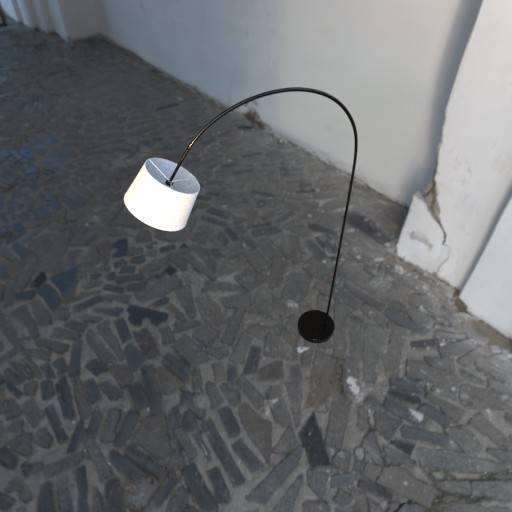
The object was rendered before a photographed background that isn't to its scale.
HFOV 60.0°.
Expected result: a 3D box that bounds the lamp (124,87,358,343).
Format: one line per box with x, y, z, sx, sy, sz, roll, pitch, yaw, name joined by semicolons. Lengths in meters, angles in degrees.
0.000;0.000;2.758;1.363;2.104;0.331;-17;48;-16;lamp
